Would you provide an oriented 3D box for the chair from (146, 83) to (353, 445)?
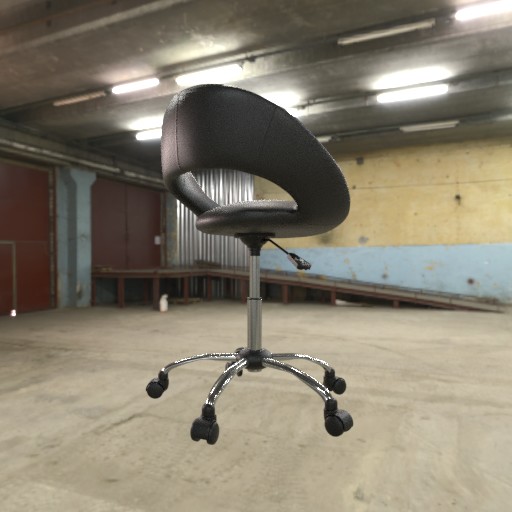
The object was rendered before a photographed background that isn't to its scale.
[{"bbox_3d":[0.000,0.000,1.194,0.538,0.791,0.612,1,-1,-37],"label":"chair"}]
